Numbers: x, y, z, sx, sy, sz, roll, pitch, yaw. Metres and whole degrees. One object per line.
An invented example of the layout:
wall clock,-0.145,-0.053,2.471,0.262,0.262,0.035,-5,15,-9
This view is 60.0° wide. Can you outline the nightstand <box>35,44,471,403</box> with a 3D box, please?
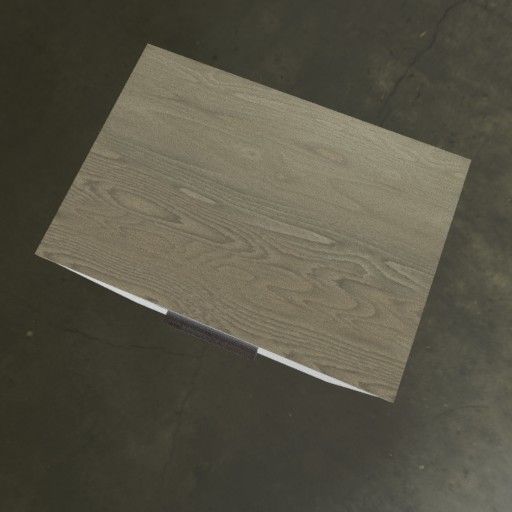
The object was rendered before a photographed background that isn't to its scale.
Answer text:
nightstand,0.000,0.000,0.756,0.442,0.461,0.325,22,78,5
